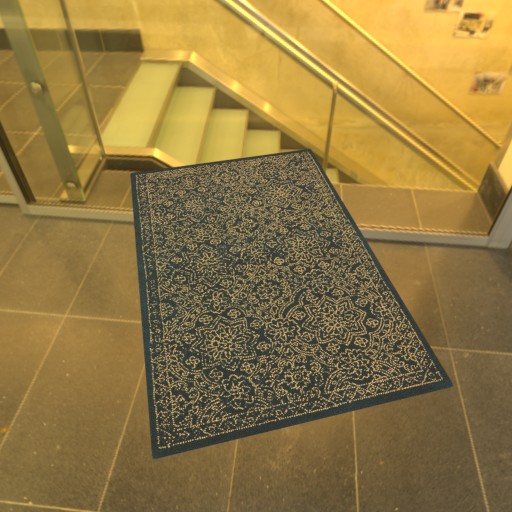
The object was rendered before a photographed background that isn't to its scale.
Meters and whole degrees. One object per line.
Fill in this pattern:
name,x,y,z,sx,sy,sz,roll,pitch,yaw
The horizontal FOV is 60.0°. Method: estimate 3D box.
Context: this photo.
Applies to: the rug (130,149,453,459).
rug,0.000,0.000,2.328,1.219,0.010,1.829,-10,46,-10
